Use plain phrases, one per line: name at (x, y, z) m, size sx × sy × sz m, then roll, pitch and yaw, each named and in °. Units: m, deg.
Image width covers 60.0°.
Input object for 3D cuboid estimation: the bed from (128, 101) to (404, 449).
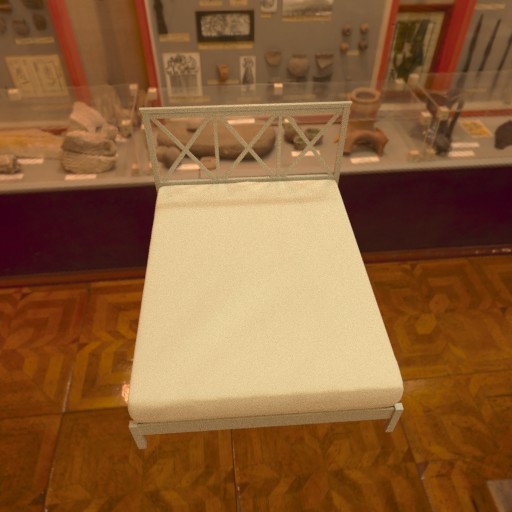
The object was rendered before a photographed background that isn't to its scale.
bed at (0.000, 0.000, 3.177) m, size 1.673 × 1.253 × 2.135 m, roll -3°, pitch 45°, yaw -3°
